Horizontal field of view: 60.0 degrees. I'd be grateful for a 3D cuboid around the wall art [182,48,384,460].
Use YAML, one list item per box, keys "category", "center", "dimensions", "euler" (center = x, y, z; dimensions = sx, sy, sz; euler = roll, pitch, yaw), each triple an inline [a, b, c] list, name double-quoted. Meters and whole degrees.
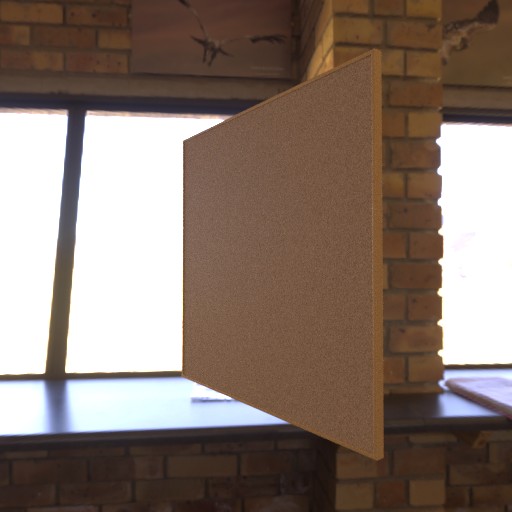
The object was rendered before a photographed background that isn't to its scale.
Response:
- category: "wall art"
  center: [0.000, 0.000, 0.675]
  dimensions: [0.013, 0.455, 0.457]
  euler: [1, -1, -37]
